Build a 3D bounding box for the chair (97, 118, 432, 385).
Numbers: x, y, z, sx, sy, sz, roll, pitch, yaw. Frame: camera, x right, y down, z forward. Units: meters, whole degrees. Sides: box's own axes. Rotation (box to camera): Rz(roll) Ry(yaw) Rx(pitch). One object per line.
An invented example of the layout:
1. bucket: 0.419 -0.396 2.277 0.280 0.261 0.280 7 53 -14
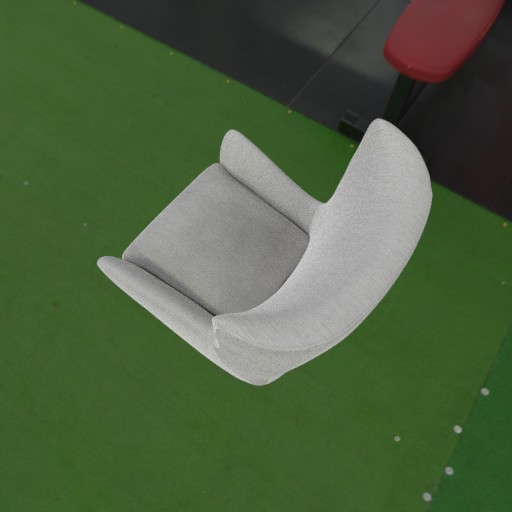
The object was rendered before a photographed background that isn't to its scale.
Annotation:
1. chair: 0.000 0.000 1.638 0.904 1.000 0.779 34 69 15
